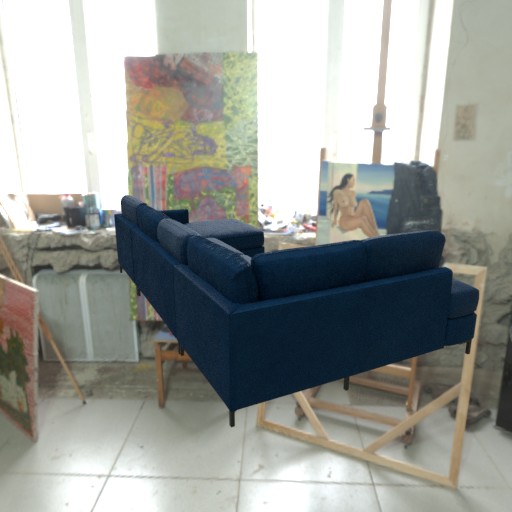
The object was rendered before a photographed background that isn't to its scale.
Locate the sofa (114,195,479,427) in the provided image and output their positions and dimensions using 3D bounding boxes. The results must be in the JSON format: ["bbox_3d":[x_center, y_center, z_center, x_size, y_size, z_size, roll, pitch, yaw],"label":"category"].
[{"bbox_3d":[0.000,0.000,4.318,2.055,0.992,3.434,-8,17,-26],"label":"sofa"}]
